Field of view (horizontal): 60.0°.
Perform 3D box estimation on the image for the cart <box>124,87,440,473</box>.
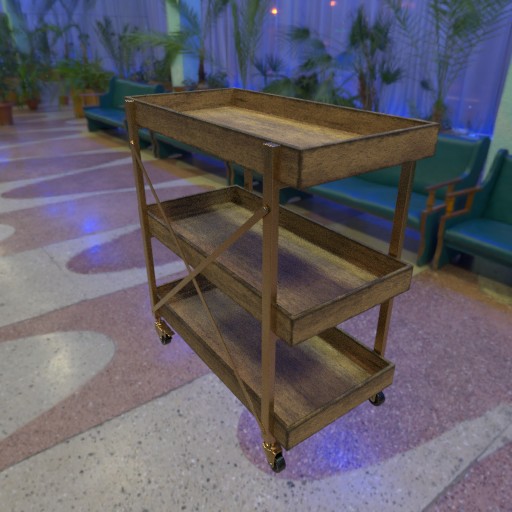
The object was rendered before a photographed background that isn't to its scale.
[{"bbox_3d":[0.000,0.000,1.245,0.416,0.799,0.750,-18,32,-31],"label":"cart"}]
